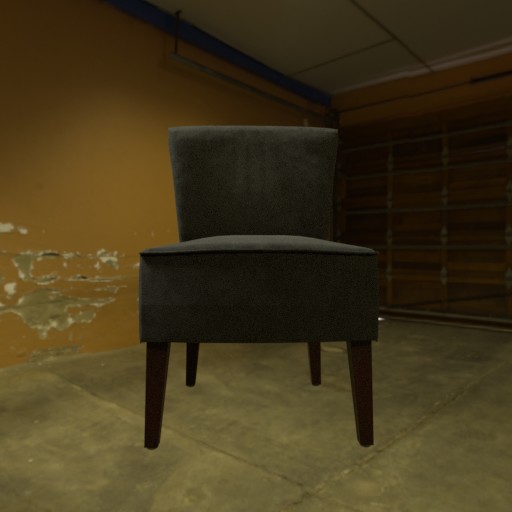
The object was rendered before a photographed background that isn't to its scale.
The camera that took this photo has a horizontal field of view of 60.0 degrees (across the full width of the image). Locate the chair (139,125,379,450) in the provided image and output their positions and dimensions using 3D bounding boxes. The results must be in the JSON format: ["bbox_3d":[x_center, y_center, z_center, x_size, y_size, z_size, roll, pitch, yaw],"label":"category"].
[{"bbox_3d":[0.000,0.000,1.149,0.521,0.806,0.554,0,0,-2],"label":"chair"}]
